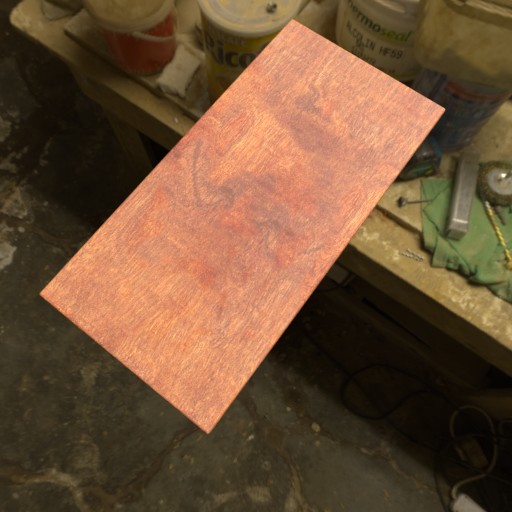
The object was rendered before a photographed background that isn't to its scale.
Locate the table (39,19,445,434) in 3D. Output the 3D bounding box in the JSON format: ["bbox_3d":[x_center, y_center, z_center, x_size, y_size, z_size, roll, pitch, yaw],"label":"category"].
[{"bbox_3d":[0.000,0.000,0.956,0.305,0.610,0.610,36,76,10],"label":"table"}]
